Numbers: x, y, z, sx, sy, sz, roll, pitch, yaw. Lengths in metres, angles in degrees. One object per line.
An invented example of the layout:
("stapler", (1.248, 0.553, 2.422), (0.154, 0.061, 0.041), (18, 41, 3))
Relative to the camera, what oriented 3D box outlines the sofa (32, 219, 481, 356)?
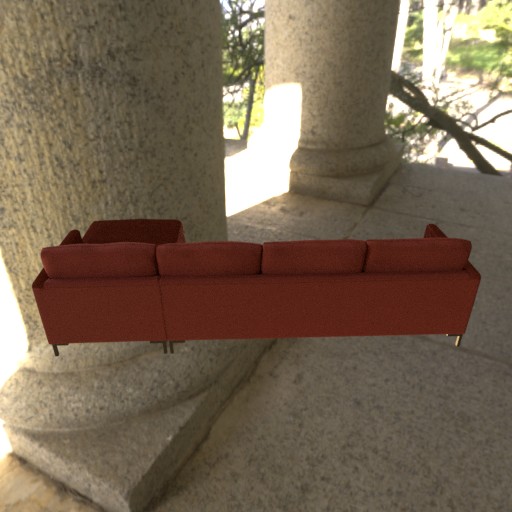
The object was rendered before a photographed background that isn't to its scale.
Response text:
("sofa", (0.000, 0.000, 3.487), (2.932, 0.810, 1.350), (-1, 30, -2))
